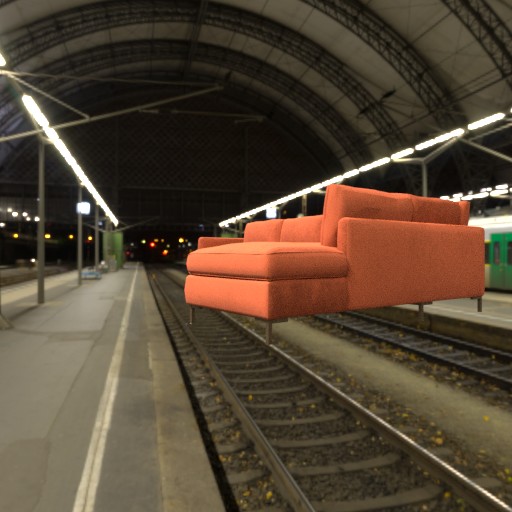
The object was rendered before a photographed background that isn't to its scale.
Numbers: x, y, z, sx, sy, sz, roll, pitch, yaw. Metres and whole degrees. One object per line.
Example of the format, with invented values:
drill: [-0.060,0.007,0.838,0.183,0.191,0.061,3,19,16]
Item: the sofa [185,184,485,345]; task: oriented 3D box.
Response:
sofa: [0.000,0.000,3.508,1.879,0.757,2.736,0,0,-36]
